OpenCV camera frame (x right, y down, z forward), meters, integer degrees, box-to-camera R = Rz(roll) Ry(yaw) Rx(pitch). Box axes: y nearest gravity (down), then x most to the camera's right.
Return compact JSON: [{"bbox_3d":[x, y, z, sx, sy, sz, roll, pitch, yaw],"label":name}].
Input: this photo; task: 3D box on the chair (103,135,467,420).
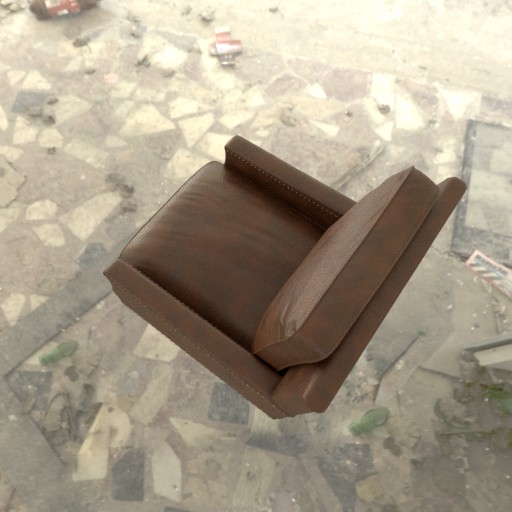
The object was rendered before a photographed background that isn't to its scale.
[{"bbox_3d":[0.000,0.000,1.769,1.035,1.054,0.854,34,69,15],"label":"chair"}]
